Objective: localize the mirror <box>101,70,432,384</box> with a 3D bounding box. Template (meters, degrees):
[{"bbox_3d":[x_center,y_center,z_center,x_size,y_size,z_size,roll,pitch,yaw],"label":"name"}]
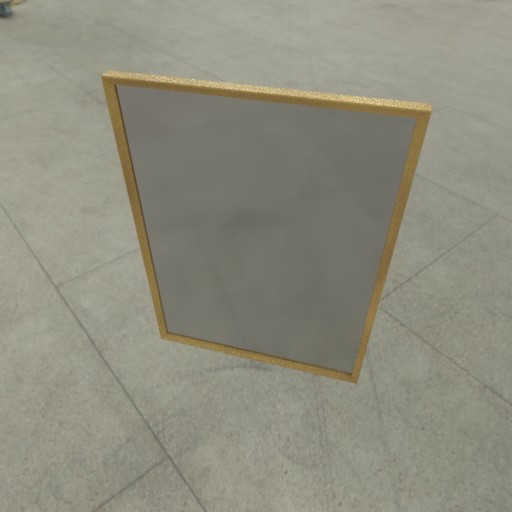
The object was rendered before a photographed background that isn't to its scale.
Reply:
[{"bbox_3d":[0.000,0.000,1.340,0.762,1.016,0.041,10,43,11],"label":"mirror"}]
